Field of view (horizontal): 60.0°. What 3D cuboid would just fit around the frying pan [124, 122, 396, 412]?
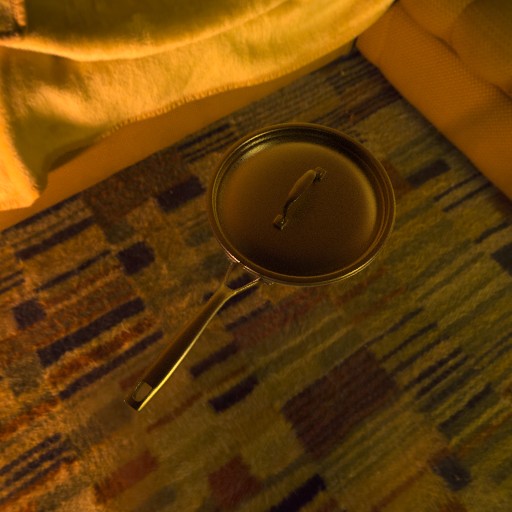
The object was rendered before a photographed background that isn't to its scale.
[{"bbox_3d":[0.000,0.000,0.609,0.272,0.086,0.490,33,69,14],"label":"frying pan"}]
